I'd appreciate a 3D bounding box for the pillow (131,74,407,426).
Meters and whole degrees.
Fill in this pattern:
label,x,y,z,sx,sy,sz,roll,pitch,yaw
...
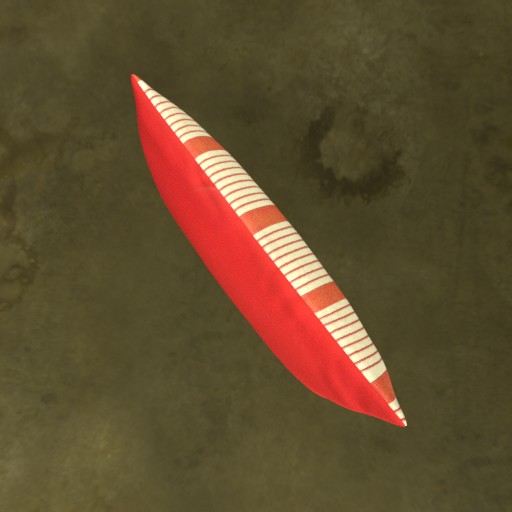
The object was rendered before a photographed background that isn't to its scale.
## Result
label,x,y,z,sx,sy,sz,roll,pitch,yaw
pillow,0.000,0.000,0.731,0.151,0.297,0.608,-36,79,-8
